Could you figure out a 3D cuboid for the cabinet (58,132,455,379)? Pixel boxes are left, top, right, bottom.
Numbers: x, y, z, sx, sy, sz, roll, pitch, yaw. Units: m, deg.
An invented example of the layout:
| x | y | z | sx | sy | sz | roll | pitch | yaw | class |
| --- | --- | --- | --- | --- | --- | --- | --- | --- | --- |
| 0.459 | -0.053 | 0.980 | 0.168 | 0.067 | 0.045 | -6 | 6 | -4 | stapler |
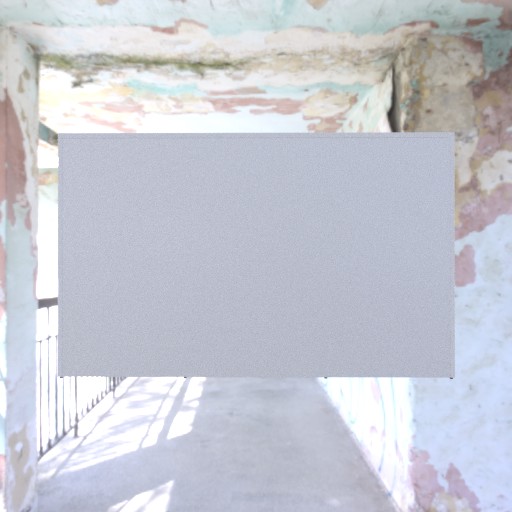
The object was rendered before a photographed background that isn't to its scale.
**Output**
| x | y | z | sx | sy | sz | roll | pitch | yaw | class |
| --- | --- | --- | --- | --- | --- | --- | --- | --- | --- |
| 0.000 | 0.000 | 1.809 | 1.450 | 0.900 | 0.380 | 0 | 0 | 0 | cabinet |
